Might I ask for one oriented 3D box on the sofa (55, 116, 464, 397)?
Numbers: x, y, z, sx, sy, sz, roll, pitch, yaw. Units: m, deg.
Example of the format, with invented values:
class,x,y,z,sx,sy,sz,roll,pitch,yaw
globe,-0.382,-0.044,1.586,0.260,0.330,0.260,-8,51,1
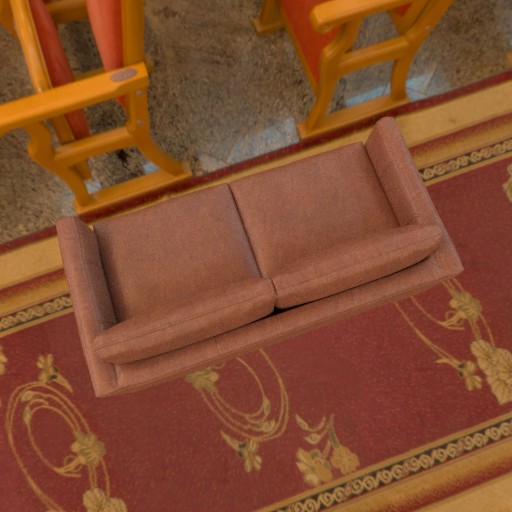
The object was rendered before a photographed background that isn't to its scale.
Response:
class,x,y,z,sx,sy,sz,roll,pitch,yaw
sofa,0.000,0.000,2.311,1.797,0.883,0.899,-19,76,-5
